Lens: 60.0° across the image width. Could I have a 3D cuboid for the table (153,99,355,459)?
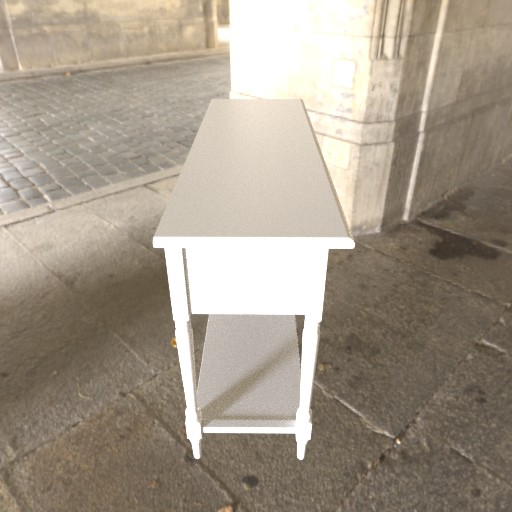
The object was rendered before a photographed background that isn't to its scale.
[{"bbox_3d":[0.000,0.000,1.553,0.384,0.808,1.197,0,32,0],"label":"table"}]
